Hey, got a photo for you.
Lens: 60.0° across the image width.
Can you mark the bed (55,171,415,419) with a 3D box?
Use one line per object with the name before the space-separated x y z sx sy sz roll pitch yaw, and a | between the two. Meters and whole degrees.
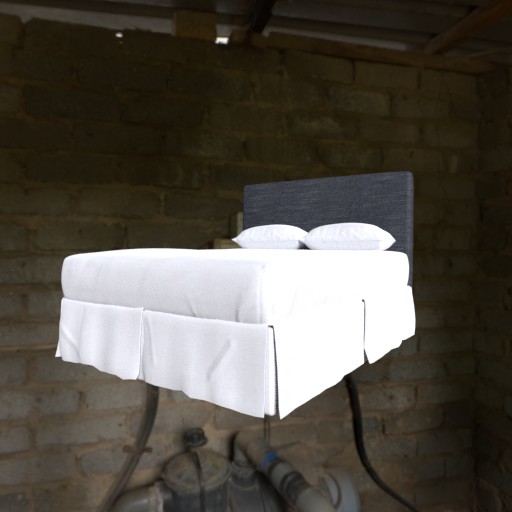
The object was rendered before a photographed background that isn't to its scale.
bed | 0.000 0.000 3.157 1.723 1.330 2.142 1 3 35
